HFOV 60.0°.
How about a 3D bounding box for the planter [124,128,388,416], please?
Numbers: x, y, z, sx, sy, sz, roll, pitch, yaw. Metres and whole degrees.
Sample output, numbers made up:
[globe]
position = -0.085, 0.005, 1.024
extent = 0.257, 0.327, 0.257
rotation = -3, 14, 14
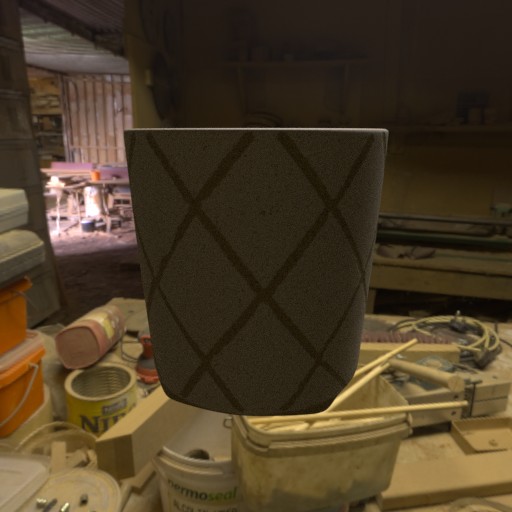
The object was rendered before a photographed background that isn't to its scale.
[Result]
[planter]
position = 0.000, 0.000, 0.427
extent = 0.228, 0.235, 0.228
rotation = 0, 16, 0
